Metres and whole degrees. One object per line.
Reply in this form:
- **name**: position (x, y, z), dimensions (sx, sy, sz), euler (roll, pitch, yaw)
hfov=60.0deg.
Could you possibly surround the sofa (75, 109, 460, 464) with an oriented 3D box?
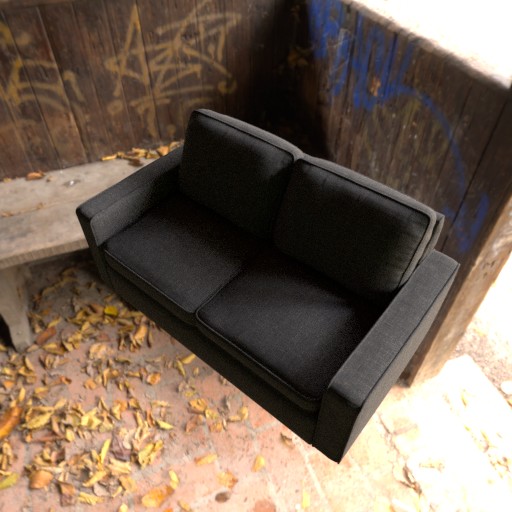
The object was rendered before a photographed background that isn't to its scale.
- **sofa**: position (0.000, 0.000, 2.252), dimensions (1.709, 0.918, 0.947), euler (31, 54, 26)
